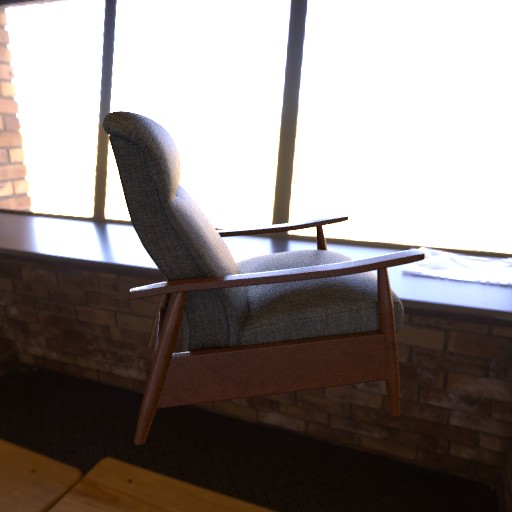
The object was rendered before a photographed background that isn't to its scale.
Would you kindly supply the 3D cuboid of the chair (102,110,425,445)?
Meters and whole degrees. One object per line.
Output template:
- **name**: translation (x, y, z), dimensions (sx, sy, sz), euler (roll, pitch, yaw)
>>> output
- **chair**: translation (0.000, 0.000, 1.777), dimensions (1.030, 1.082, 0.762), euler (-3, 16, -9)
